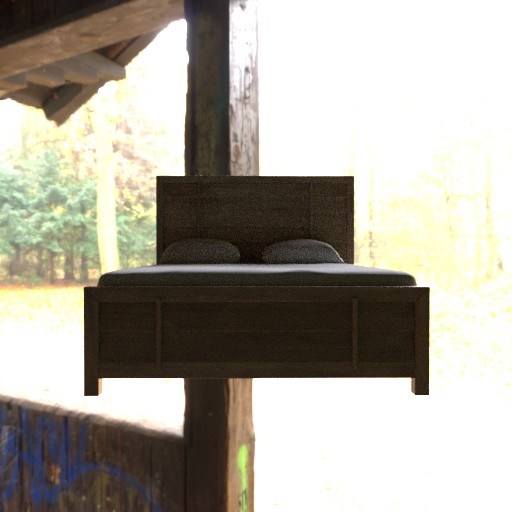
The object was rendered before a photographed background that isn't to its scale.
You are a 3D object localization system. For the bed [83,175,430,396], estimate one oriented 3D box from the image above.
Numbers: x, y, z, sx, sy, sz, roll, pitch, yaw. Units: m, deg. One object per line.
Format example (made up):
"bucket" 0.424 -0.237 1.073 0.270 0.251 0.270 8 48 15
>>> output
"bed" 0.000 0.000 3.600 2.032 1.626 2.032 0 1 0
